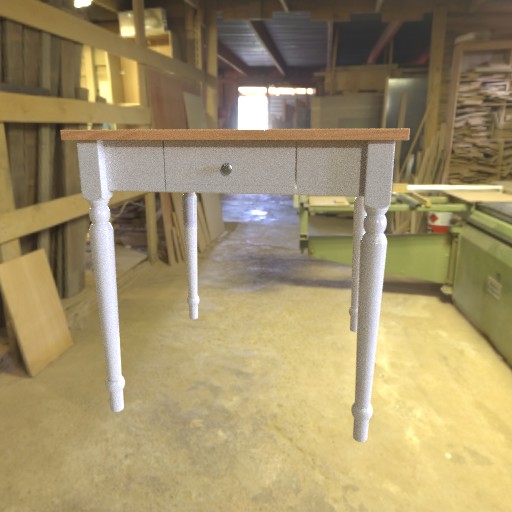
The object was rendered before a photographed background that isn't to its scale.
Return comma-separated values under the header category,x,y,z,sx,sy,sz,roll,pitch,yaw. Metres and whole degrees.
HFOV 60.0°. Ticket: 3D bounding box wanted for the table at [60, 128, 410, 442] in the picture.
category,x,y,z,sx,sy,sz,roll,pitch,yaw
table,0.000,0.000,1.369,0.747,0.738,0.747,3,15,11
